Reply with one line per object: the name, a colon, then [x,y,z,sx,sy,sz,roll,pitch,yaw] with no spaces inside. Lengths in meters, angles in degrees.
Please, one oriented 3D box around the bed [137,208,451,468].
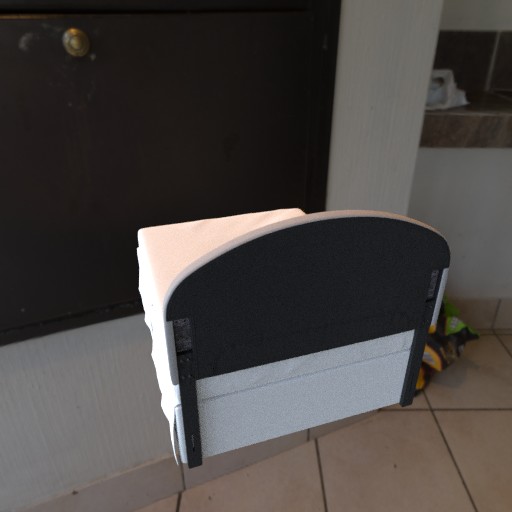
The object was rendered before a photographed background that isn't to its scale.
bed: [0.000,0.000,3.137,1.607,1.410,2.005,-9,30,-16]
